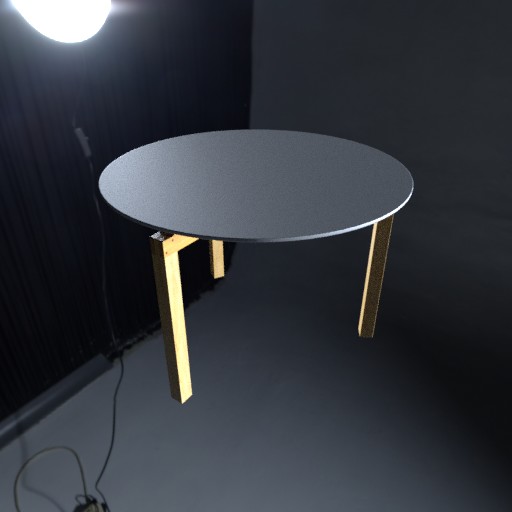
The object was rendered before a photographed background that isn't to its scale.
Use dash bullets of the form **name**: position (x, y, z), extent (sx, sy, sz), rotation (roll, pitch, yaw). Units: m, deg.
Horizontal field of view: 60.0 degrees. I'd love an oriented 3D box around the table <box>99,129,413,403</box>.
- **table**: position (0.000, 0.000, 0.986), extent (0.600, 0.405, 0.600), rotation (0, 30, 0)
